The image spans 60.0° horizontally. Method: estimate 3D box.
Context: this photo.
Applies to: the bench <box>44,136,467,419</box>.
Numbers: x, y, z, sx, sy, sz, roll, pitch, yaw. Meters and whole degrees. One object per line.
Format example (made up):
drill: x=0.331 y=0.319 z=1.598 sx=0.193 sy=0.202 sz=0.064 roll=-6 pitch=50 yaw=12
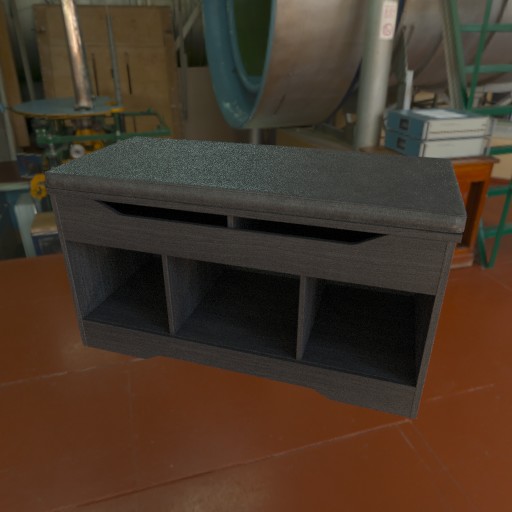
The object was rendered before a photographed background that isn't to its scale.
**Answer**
bench: x=0.000 y=0.000 z=1.176 sx=0.905 sy=0.501 sz=0.401 roll=8 pitch=28 yaw=15
